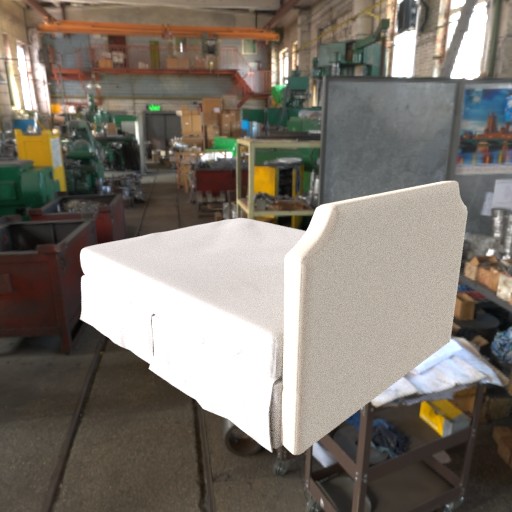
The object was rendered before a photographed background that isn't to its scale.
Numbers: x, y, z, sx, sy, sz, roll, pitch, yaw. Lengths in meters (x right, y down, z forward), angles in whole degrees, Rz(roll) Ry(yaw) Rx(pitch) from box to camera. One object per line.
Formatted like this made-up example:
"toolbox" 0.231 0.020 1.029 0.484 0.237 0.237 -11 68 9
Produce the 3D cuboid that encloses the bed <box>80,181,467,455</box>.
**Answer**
"bed" 0.000 0.000 3.528 1.977 1.293 2.498 -15 22 -42
